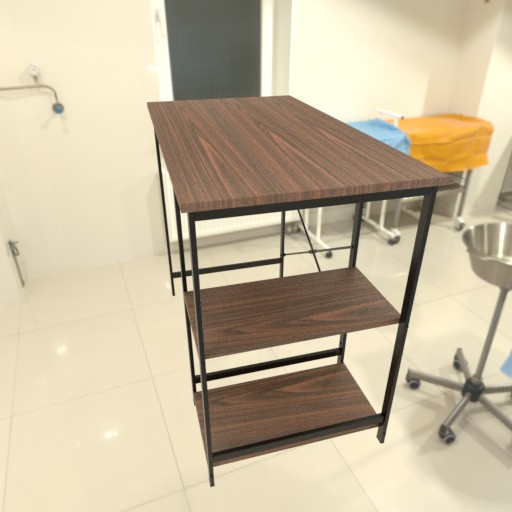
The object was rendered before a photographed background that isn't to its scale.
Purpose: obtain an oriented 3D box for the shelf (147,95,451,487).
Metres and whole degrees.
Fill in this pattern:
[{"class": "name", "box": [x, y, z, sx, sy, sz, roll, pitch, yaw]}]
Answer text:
[{"class": "shelf", "box": [0.000, 0.000, 1.323, 0.498, 0.750, 0.902, -8, 30, -13]}]
